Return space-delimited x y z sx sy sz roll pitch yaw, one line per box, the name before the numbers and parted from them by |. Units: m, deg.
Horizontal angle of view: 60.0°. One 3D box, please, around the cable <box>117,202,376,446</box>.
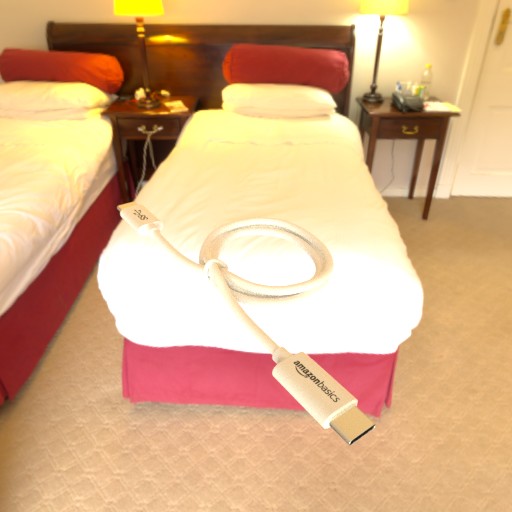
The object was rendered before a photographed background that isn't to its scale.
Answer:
cable | 0.000 0.000 0.205 0.070 0.014 0.186 -21 38 -29
